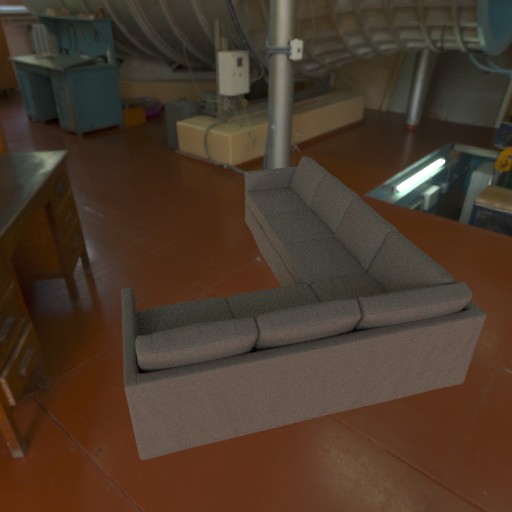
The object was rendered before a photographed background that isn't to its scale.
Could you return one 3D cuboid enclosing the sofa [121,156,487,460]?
[{"bbox_3d":[0.000,0.000,4.182,2.432,0.871,3.182,-8,32,-13],"label":"sofa"}]
